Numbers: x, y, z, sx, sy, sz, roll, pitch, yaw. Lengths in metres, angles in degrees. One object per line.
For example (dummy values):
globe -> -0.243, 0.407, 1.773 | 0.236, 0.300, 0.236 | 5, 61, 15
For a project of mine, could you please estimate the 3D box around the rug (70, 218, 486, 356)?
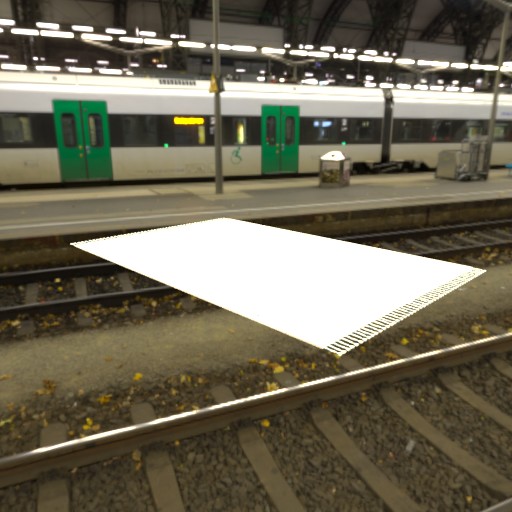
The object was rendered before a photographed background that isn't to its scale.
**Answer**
rug -> 0.000, 0.000, 3.009 | 1.524, 0.010, 2.438 | -15, 21, -43
